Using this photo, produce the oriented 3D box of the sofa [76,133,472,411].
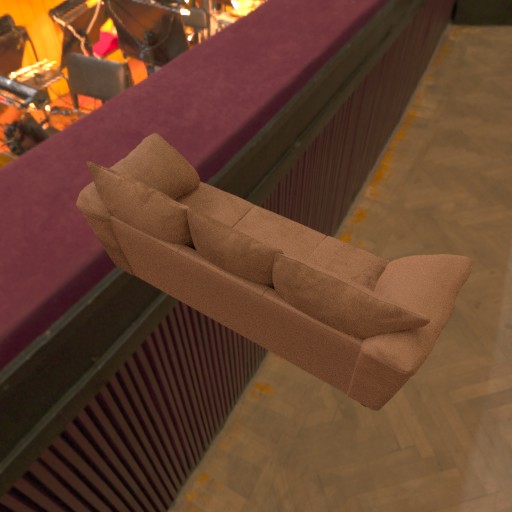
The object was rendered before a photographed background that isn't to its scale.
[{"bbox_3d":[0.000,0.000,2.872,2.377,0.981,0.893,25,53,21],"label":"sofa"}]
